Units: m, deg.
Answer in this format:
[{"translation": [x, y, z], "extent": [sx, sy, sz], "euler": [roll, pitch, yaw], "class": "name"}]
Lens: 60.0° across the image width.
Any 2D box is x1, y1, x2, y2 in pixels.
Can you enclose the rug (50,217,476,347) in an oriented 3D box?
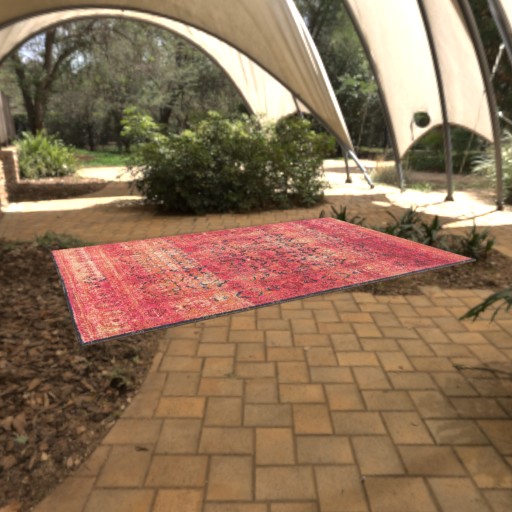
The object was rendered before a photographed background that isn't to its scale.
[{"translation": [0.000, 0.000, 2.993], "extent": [2.449, 0.018, 1.539], "euler": [-9, 19, -27], "class": "rug"}]
